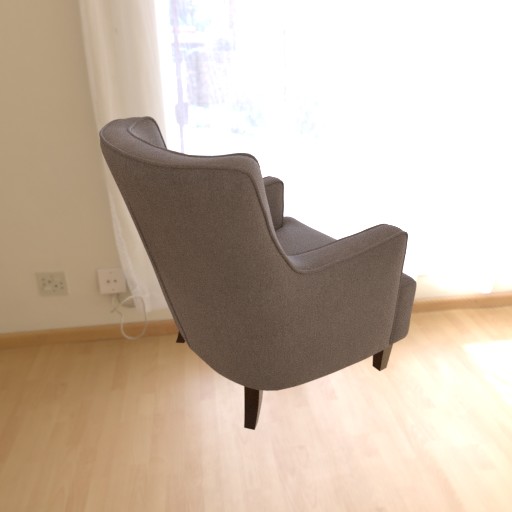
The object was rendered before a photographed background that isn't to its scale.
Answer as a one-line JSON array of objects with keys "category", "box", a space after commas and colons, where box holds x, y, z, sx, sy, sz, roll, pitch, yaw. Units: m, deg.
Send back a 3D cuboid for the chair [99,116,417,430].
[{"category": "chair", "box": [0.000, 0.000, 1.577, 0.910, 0.919, 0.781, -16, 31, -30]}]
